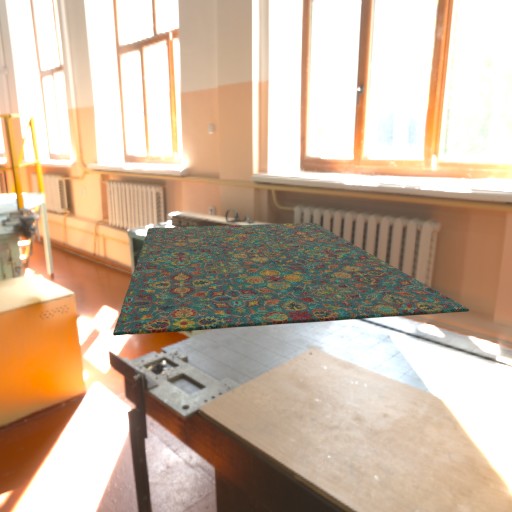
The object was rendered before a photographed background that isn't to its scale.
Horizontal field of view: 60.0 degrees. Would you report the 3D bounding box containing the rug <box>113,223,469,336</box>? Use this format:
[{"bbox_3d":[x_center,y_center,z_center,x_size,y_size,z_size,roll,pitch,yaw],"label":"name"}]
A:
[{"bbox_3d":[0.000,0.000,2.932,1.527,0.016,2.290,-2,14,-10],"label":"rug"}]
